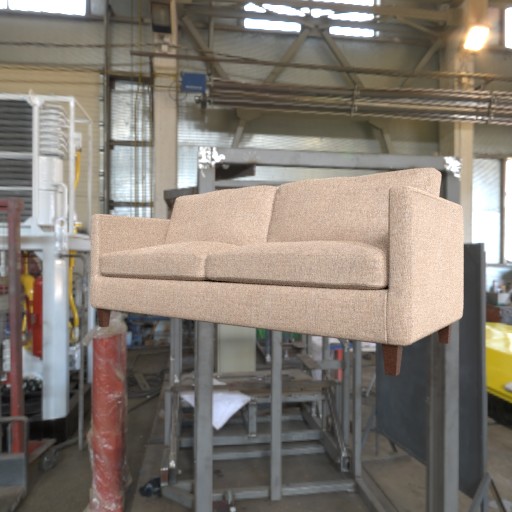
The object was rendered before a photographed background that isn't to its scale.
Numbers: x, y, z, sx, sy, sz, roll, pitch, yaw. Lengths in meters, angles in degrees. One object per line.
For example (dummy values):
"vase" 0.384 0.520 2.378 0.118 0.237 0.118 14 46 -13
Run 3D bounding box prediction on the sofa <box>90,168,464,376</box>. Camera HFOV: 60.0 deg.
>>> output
"sofa" 0.000 0.000 2.745 2.208 0.965 0.951 0 0 37
